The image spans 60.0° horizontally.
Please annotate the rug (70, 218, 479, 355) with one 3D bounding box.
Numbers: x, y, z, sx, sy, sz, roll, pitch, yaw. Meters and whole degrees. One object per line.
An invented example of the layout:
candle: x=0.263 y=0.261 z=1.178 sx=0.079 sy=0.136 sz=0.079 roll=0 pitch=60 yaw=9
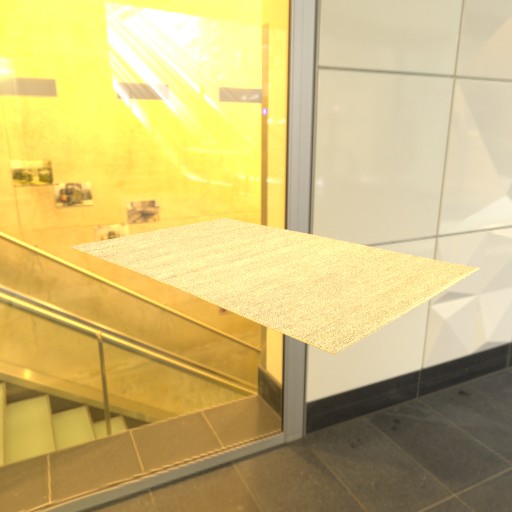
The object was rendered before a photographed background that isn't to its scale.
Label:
rug: x=0.000 y=0.000 z=2.307 sx=1.820 sy=0.022 sz=1.179 roll=15 pitch=21 yaw=43
